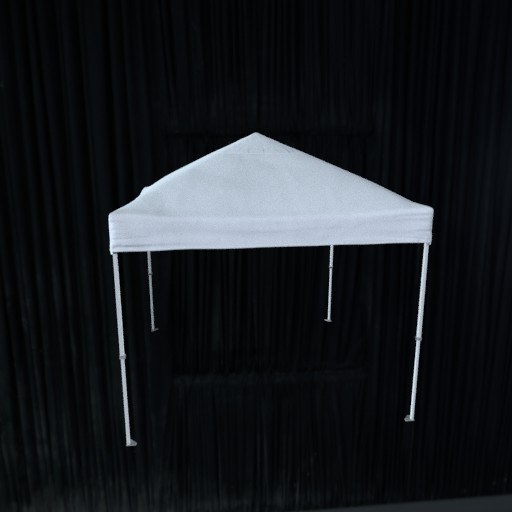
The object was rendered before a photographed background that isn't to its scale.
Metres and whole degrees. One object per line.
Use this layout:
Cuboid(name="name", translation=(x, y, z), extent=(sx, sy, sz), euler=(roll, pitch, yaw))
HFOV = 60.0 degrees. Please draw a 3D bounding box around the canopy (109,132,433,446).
Cuboid(name="canopy", translation=(0.000, 0.000, 5.581), extent=(2.998, 2.997, 2.996), euler=(-2, 13, -8))
